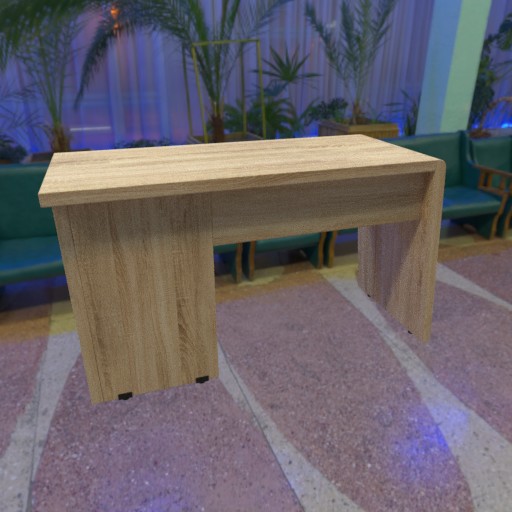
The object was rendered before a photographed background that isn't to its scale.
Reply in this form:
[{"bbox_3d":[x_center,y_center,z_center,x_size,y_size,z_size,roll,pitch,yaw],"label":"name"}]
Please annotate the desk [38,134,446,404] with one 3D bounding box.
[{"bbox_3d":[0.000,0.000,1.652,1.300,0.750,0.500,-8,26,-17],"label":"desk"}]
